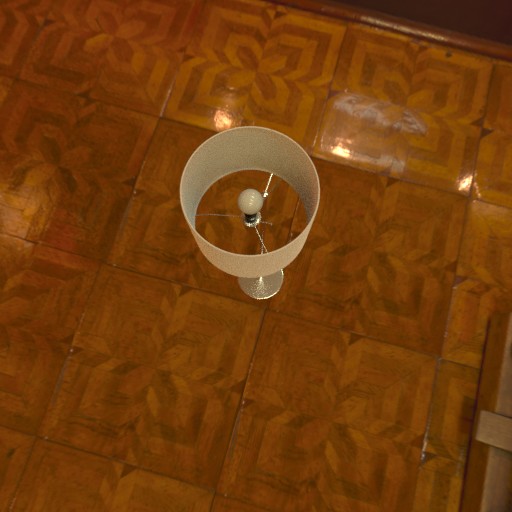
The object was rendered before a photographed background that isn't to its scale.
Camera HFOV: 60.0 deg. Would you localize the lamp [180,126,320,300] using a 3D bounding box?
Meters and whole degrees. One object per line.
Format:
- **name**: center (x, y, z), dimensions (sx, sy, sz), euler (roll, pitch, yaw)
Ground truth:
- **lamp**: center (0.000, 0.000, 1.805), dimensions (0.324, 1.600, 0.416), euler (18, 76, 4)
